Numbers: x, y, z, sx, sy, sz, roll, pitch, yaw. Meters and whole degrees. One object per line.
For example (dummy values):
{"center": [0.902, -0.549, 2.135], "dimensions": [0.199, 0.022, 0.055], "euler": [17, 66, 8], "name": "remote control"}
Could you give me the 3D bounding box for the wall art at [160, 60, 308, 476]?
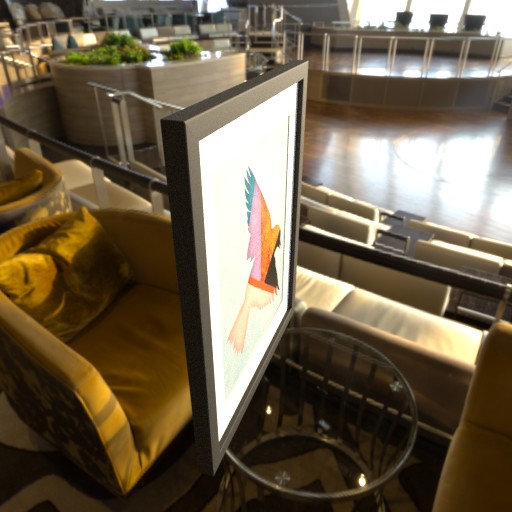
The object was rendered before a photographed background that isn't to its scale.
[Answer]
{"center": [0.000, 0.000, 0.749], "dimensions": [0.028, 0.558, 0.457], "euler": [11, 33, 18], "name": "wall art"}
